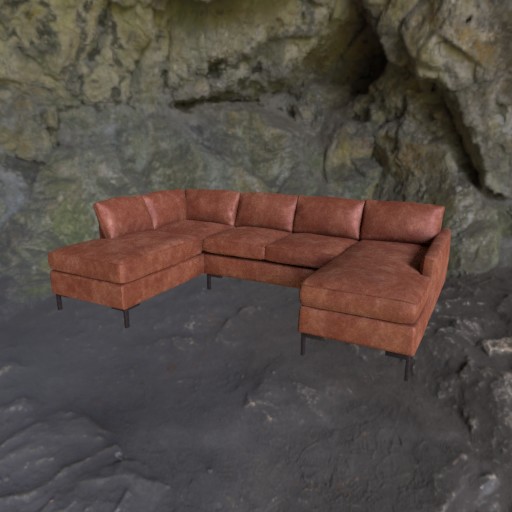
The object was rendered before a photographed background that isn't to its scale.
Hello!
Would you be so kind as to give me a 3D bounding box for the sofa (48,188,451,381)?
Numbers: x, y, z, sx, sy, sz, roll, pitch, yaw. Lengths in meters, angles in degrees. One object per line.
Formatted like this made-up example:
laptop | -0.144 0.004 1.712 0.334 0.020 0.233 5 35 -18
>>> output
sofa | 0.000 0.000 3.858 2.956 0.900 1.939 8 17 27
